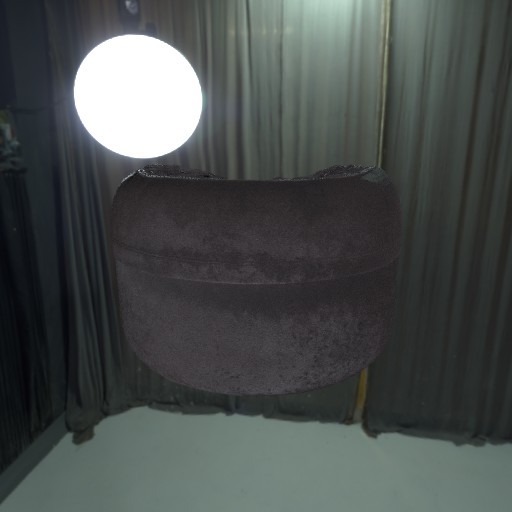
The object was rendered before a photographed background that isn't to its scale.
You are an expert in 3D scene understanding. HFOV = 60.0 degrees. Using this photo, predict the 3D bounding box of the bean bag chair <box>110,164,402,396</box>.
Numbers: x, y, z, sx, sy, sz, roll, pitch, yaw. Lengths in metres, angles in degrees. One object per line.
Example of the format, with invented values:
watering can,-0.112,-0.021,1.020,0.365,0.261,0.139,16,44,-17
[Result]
bean bag chair,0.000,0.000,1.482,0.918,0.605,0.918,0,15,0
